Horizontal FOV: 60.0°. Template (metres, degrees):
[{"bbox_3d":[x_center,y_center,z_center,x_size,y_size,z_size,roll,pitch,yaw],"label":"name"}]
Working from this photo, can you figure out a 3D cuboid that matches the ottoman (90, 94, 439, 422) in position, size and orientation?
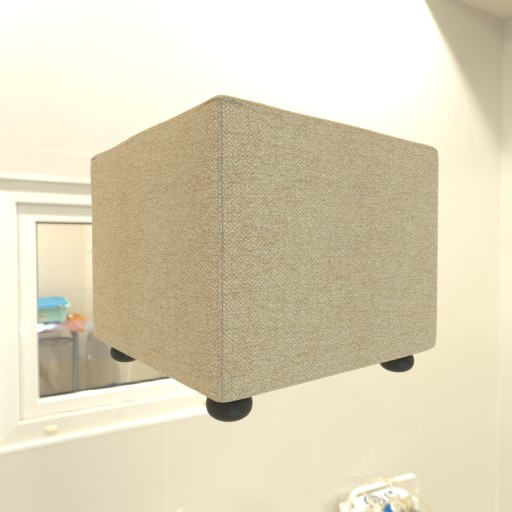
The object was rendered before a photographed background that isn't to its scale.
[{"bbox_3d":[0.000,0.000,0.874,0.508,0.432,0.508,-1,2,-37],"label":"ottoman"}]
